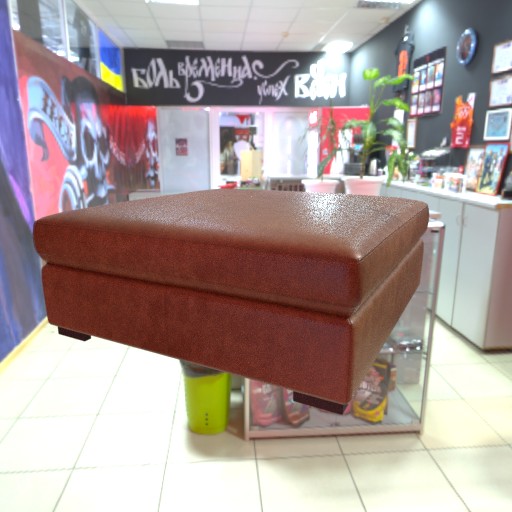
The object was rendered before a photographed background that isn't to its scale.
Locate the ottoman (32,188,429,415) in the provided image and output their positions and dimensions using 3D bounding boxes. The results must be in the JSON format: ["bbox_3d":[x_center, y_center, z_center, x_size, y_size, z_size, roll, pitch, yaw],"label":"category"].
[{"bbox_3d":[0.000,0.000,1.810,1.168,0.483,1.169,7,16,27],"label":"ottoman"}]
